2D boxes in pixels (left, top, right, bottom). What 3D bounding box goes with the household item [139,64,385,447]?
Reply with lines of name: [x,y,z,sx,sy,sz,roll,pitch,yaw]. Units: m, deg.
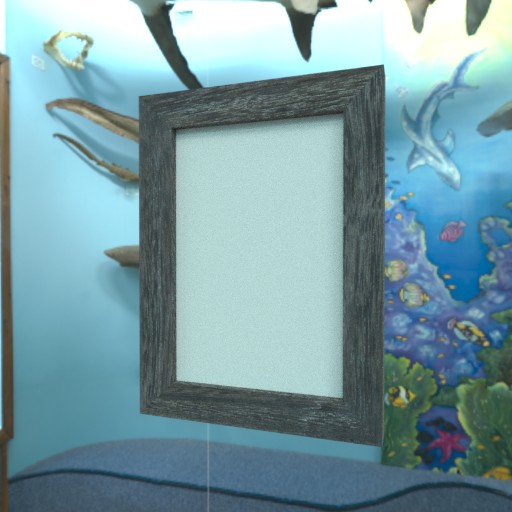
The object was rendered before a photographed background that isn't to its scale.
household item: [0.000,0.000,0.239,0.133,0.180,0.020,0,1,19]
